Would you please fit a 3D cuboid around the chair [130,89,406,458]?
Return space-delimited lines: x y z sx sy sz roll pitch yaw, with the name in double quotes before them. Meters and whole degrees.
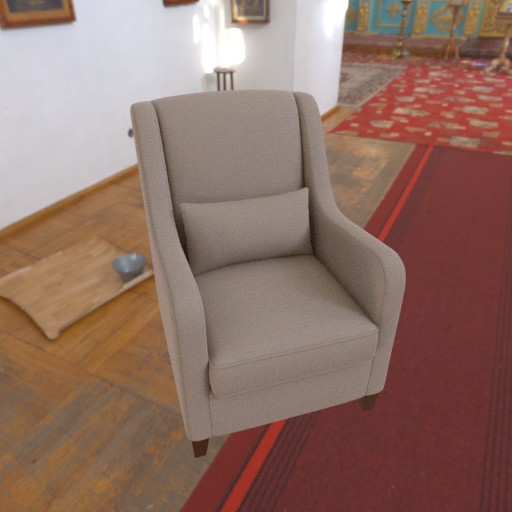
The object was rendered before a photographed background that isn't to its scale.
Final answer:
"chair" 0.000 0.000 1.628 0.715 1.017 0.896 -9 32 -15
